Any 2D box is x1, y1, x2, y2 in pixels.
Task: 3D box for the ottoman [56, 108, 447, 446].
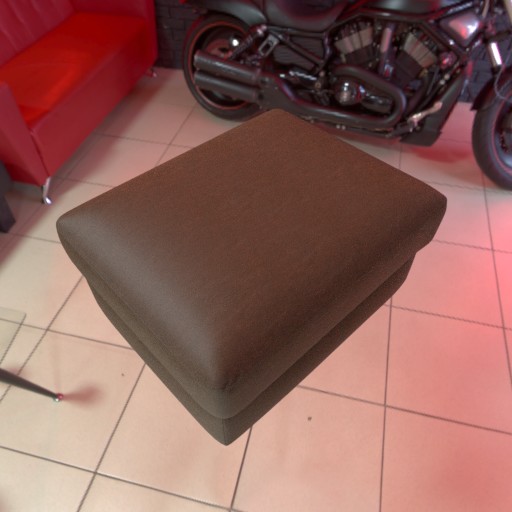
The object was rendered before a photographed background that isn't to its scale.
[{"bbox_3d":[0.000,0.000,1.211,0.787,0.508,0.635,-35,56,-28],"label":"ottoman"}]
